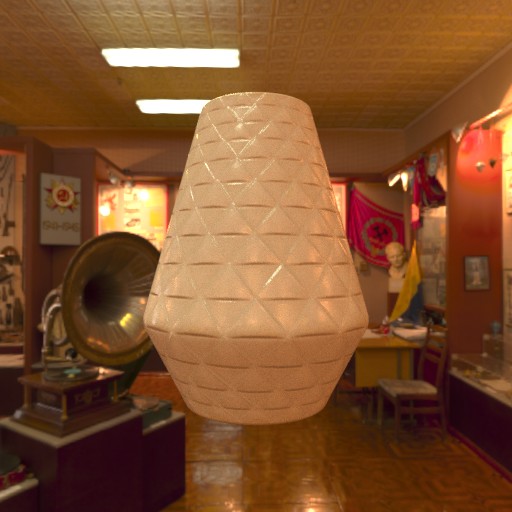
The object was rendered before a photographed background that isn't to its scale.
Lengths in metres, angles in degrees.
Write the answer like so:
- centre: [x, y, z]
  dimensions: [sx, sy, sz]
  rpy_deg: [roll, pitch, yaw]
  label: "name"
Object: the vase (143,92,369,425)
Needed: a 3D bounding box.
- centre: [0.000, 0.000, 0.354]
  dimensions: [0.175, 0.230, 0.175]
  rpy_deg: [0, -1, 0]
  label: "vase"
